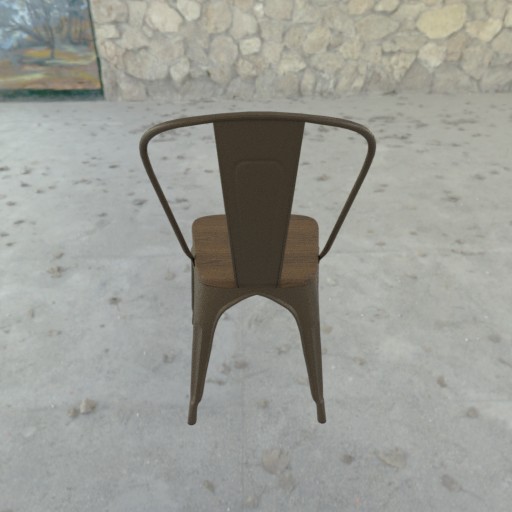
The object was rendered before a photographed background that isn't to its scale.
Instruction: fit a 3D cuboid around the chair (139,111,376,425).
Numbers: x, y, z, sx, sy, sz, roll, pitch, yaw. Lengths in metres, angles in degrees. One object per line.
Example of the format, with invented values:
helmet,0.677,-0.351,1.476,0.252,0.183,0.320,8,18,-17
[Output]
chair,0.000,0.000,1.160,0.451,0.844,0.532,0,30,-1
